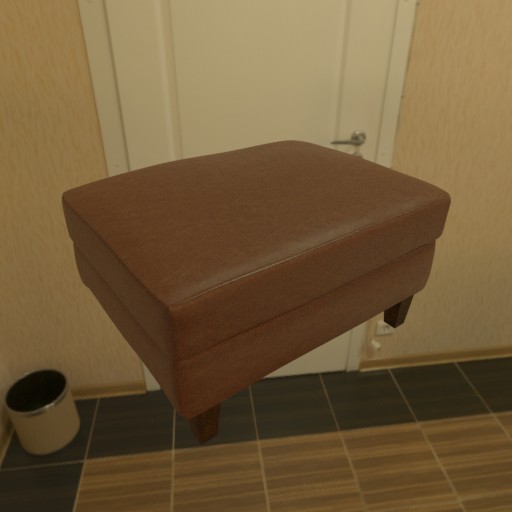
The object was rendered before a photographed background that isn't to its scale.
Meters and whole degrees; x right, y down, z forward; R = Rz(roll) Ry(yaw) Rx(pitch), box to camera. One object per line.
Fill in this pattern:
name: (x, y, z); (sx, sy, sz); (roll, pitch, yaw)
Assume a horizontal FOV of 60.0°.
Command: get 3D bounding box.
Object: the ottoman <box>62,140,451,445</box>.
ottoman: (0.000, 0.000, 1.256); (0.851, 0.485, 0.650); (-21, 36, -31)
